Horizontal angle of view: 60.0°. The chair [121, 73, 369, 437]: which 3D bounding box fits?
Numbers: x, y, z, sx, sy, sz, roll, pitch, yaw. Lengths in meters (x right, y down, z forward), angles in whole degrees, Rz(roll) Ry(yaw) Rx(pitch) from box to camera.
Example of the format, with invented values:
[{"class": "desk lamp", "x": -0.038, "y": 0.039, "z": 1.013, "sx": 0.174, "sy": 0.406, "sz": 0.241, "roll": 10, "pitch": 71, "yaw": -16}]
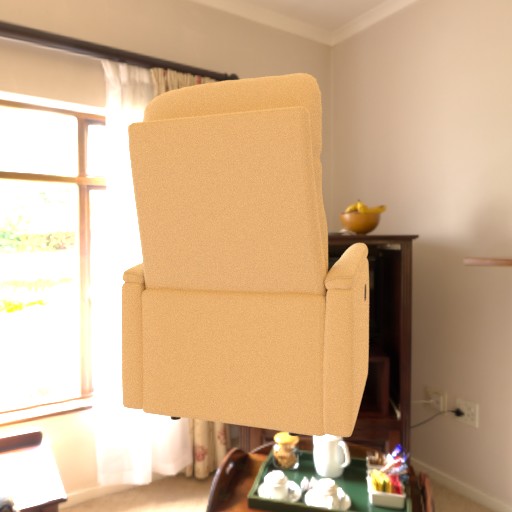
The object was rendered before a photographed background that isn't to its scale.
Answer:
[{"class": "chair", "x": 0.000, "y": 0.000, "z": 1.636, "sx": 0.775, "sy": 1.082, "sz": 0.831, "roll": 0, "pitch": 1, "yaw": 18}]
